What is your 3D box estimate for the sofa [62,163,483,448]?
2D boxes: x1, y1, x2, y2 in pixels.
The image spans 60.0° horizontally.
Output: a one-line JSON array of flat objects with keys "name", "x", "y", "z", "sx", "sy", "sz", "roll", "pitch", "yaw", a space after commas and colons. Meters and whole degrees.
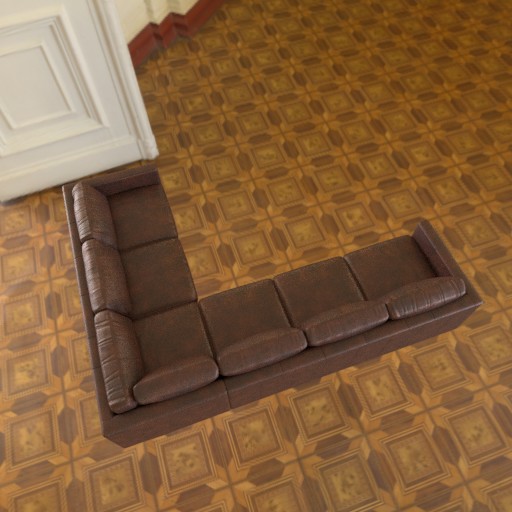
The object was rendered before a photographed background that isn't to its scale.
[{"name": "sofa", "x": 0.000, "y": 0.000, "z": 4.212, "sx": 3.152, "sy": 0.836, "sz": 2.438, "roll": -17, "pitch": 60, "yaw": -10}]
